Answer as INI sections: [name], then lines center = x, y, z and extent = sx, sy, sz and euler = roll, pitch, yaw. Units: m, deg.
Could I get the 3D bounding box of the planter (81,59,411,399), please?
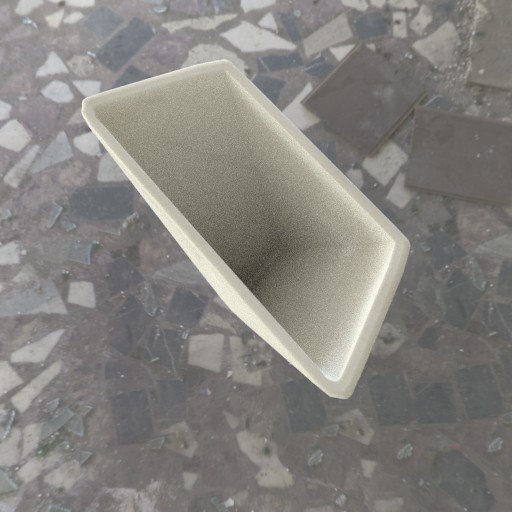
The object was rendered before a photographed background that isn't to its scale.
[planter]
center = 0.000, 0.000, 0.260
extent = 0.060, 0.197, 0.150
euler = -41, 80, -9
